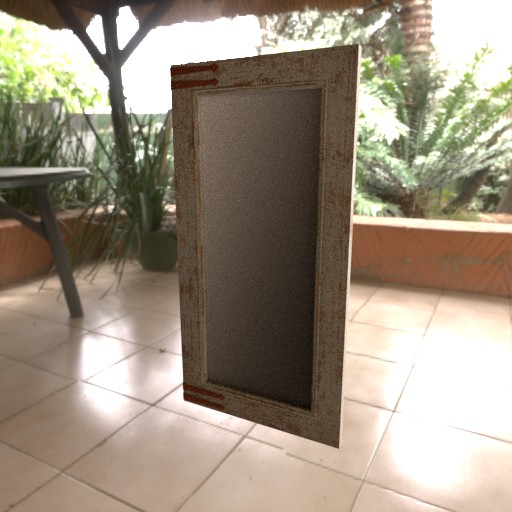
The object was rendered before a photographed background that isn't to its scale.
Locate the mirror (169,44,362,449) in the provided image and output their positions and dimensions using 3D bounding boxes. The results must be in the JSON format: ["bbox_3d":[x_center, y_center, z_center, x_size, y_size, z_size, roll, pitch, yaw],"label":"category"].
[{"bbox_3d":[0.000,0.000,1.101,0.472,0.922,0.027,7,15,27],"label":"mirror"}]
